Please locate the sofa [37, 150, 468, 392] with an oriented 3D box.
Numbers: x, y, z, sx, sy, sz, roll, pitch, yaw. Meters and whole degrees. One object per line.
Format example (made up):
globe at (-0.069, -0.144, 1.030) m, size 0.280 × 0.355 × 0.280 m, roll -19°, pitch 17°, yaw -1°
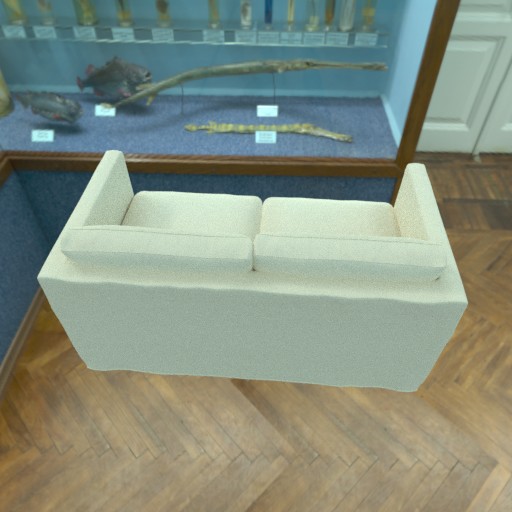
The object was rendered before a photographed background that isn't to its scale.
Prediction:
sofa at (0.000, 0.000, 2.269) m, size 1.746 × 0.834 × 0.962 m, roll 3°, pitch 46°, yaw 3°
